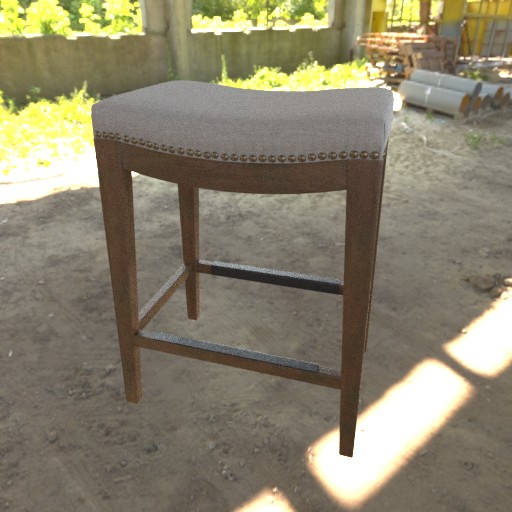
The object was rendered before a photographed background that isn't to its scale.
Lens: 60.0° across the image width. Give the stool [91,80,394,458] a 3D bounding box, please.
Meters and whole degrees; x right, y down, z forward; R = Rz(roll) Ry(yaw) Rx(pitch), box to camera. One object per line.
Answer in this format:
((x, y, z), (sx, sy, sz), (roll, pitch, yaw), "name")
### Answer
((0.000, 0.000, 0.940), (0.508, 0.660, 0.356), (8, 29, 15), "stool")
